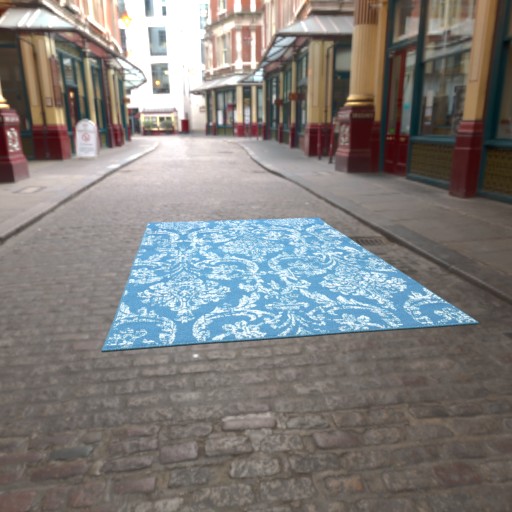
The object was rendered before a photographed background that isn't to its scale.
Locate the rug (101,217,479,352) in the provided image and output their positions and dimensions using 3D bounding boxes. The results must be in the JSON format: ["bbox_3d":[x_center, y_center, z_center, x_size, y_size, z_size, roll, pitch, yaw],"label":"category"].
[{"bbox_3d":[0.000,0.000,2.252,1.211,0.012,1.833,-3,16,-9],"label":"rug"}]
